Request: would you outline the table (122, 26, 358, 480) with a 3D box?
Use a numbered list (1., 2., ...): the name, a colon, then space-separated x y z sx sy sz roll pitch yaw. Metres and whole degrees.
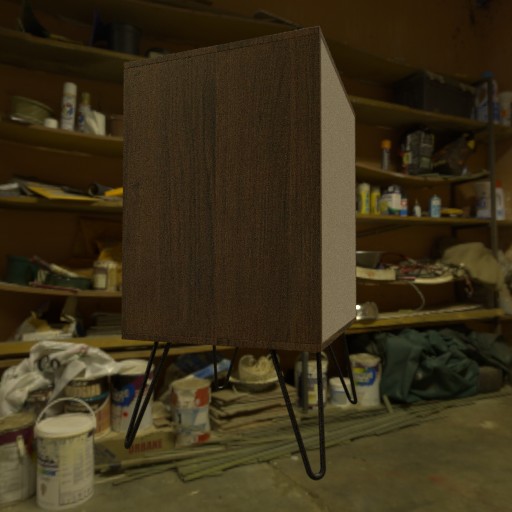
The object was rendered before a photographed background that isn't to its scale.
1. table: 0.000 0.000 1.159 0.457 0.866 0.526 -1 -2 20
